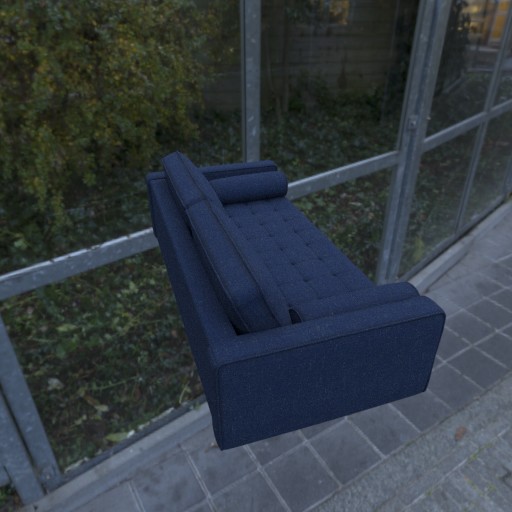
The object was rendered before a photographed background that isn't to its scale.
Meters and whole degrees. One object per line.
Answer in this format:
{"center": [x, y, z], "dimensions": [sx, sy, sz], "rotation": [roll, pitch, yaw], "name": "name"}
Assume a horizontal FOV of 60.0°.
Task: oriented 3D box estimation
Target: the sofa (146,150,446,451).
{"center": [0.000, 0.000, 2.372], "dimensions": [0.914, 0.762, 1.880], "rotation": [-10, 32, -16], "name": "sofa"}
